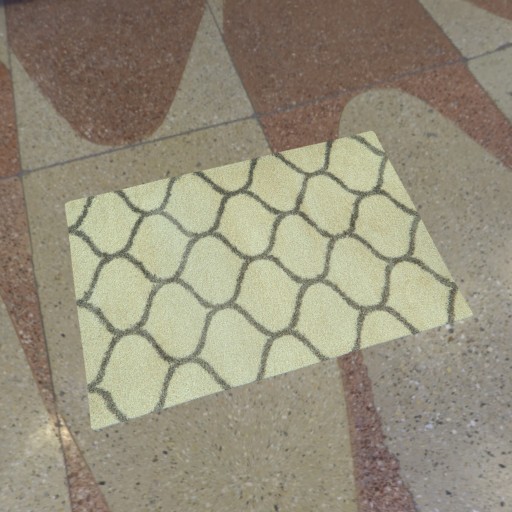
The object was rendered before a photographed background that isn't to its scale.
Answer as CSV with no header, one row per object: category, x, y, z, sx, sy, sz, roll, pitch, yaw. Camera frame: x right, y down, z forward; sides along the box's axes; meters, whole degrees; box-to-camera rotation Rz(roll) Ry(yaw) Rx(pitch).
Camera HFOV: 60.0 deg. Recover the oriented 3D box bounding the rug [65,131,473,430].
rug,0.000,0.000,3.372,2.701,0.026,1.801,-15,64,-7
